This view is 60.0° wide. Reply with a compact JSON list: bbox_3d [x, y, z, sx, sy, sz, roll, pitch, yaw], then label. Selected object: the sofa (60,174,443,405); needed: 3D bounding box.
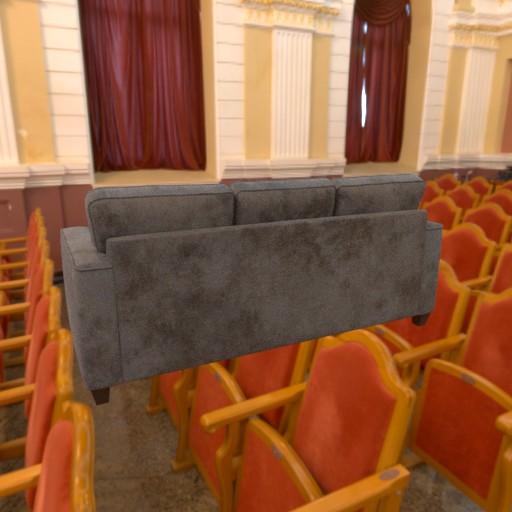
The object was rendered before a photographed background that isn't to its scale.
[{"bbox_3d":[0.000,0.000,2.684,2.133,0.965,0.939,-7,16,-25],"label":"sofa"}]
